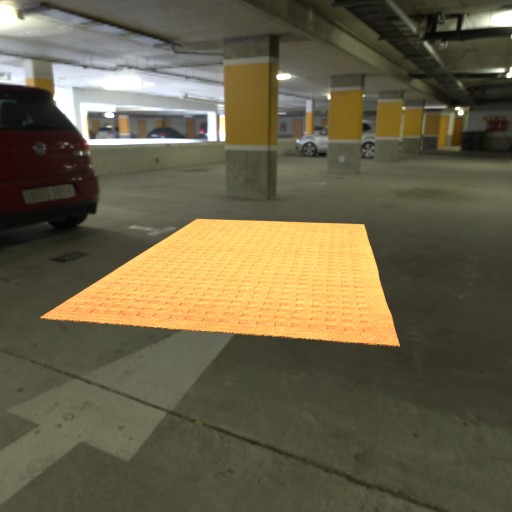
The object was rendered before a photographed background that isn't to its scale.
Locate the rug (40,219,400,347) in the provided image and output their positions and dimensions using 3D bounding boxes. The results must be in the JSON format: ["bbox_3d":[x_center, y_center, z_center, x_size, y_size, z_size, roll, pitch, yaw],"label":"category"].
[{"bbox_3d":[0.000,0.000,2.188,1.143,0.006,1.747,3,16,9],"label":"rug"}]
